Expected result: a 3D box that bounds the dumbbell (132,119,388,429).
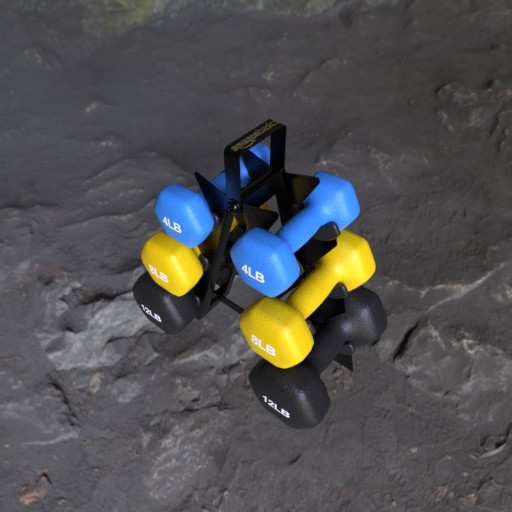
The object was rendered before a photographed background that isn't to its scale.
[{"bbox_3d":[0.000,0.000,0.697,0.409,0.426,0.255,30,53,26],"label":"dumbbell"}]
